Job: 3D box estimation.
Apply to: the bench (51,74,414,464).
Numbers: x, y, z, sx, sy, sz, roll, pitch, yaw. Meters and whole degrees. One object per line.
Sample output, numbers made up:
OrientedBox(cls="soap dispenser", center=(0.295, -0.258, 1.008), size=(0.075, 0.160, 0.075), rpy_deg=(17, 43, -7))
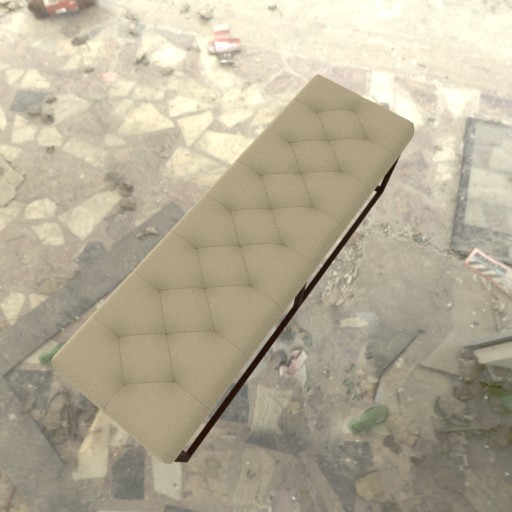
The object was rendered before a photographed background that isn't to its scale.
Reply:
OrientedBox(cls="bench", center=(0.000, 0.000, 1.712), size=(0.479, 0.488, 1.488), rpy_deg=(34, 69, 15))
